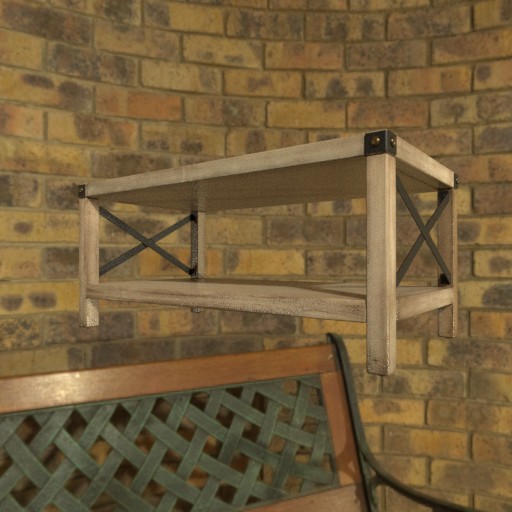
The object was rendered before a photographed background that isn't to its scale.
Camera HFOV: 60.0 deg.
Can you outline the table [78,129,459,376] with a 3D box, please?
[{"bbox_3d":[0.000,0.000,1.317,1.016,0.456,0.559,0,-1,37],"label":"table"}]
